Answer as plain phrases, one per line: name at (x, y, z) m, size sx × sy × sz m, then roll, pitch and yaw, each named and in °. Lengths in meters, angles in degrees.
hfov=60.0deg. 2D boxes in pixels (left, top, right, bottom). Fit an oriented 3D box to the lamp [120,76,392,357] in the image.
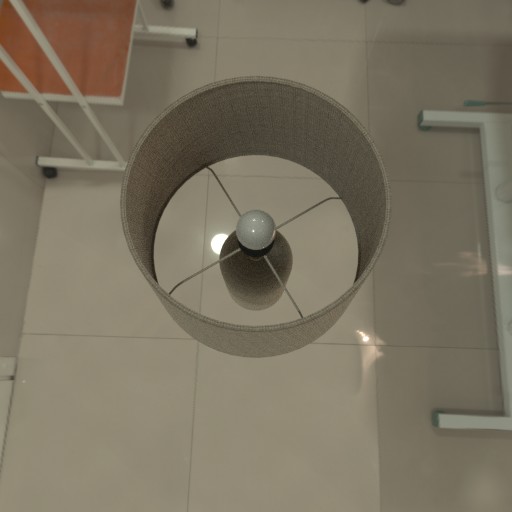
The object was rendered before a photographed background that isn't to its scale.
lamp at (0.000, 0.000, 0.817) m, size 0.367 × 0.609 × 0.367 m, roll 0°, pitch 76°, yaw 0°
